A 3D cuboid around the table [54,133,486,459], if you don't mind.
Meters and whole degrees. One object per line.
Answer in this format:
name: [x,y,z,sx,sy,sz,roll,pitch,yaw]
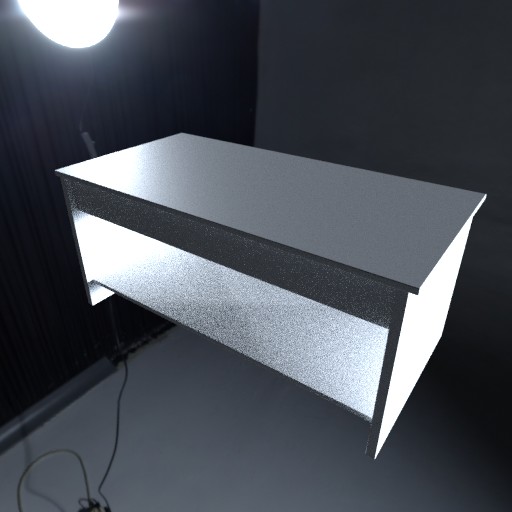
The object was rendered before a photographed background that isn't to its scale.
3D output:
table: [0.000,0.000,1.247,1.000,0.441,0.500,19,35,30]
